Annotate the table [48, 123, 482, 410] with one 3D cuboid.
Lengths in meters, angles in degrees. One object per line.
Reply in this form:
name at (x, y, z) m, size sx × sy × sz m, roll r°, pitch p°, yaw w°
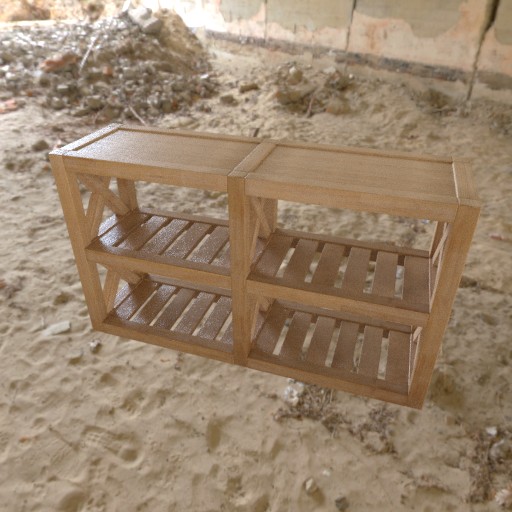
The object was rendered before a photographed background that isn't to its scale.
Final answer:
table at (0.000, 0.000, 1.630) m, size 1.320 × 0.762 × 0.381 m, roll 10°, pitch 33°, yaw 15°
